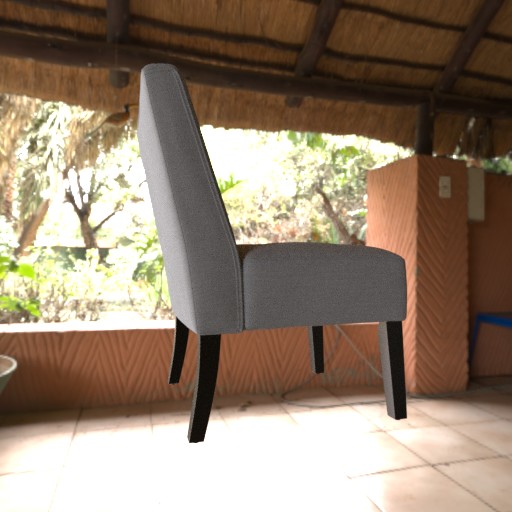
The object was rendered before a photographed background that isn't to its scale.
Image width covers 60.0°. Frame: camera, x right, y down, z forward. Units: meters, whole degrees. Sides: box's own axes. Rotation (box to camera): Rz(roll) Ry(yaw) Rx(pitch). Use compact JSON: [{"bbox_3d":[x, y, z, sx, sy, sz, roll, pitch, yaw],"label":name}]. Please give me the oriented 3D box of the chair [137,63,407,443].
[{"bbox_3d":[0.000,0.000,1.310,0.676,0.853,0.569,0,-1,-16],"label":"chair"}]
